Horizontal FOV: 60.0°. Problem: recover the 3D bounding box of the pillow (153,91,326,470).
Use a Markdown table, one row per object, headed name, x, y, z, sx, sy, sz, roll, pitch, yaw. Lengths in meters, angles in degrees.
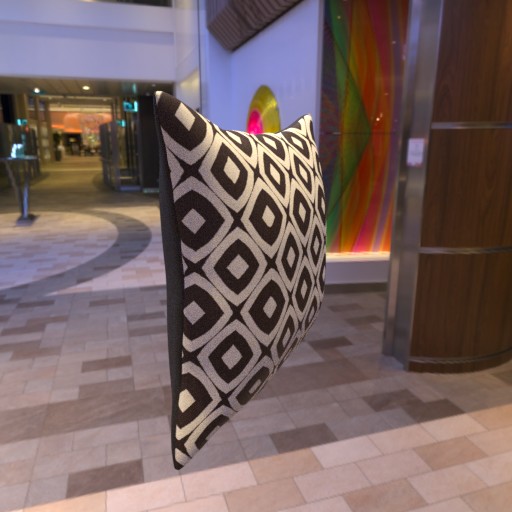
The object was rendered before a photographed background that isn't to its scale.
| name | x | y | z | sx | sy | sz | roll | pitch | yaw |
| --- | --- | --- | --- | --- | --- | --- | --- | --- | --- |
| pillow | 0.000 | 0.000 | 0.766 | 0.188 | 0.494 | 0.504 | 7 | 16 | 25 |
